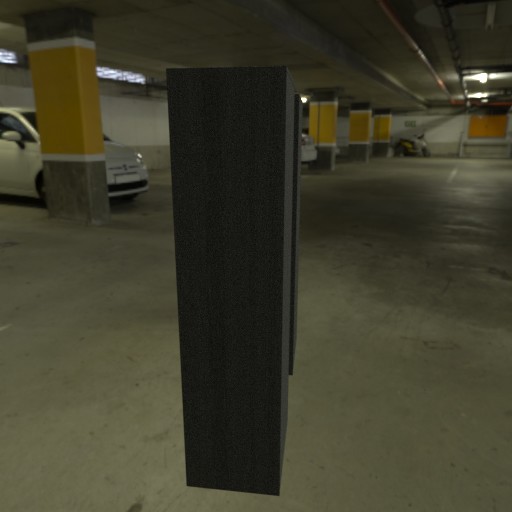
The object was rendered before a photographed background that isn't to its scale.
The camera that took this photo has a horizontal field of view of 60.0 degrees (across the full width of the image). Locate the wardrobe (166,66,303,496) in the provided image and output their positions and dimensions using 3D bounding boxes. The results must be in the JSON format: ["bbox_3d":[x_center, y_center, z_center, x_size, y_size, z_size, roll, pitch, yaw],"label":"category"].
[{"bbox_3d":[0.000,0.000,2.836,0.480,2.000,1.770,2,15,8],"label":"wardrobe"}]
